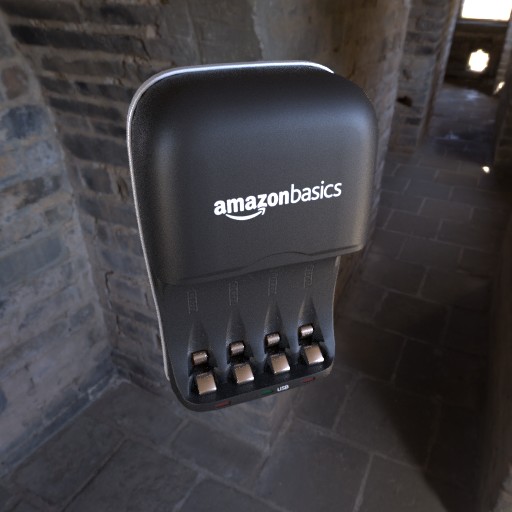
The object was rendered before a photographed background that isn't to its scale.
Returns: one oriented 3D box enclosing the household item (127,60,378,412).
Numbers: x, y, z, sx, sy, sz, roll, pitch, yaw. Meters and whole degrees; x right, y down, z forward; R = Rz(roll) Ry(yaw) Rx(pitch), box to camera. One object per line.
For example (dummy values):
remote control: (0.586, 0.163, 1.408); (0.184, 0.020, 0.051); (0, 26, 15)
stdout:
household item: (0.000, 0.000, 0.145); (0.070, 0.114, 0.038); (-11, 33, -17)
